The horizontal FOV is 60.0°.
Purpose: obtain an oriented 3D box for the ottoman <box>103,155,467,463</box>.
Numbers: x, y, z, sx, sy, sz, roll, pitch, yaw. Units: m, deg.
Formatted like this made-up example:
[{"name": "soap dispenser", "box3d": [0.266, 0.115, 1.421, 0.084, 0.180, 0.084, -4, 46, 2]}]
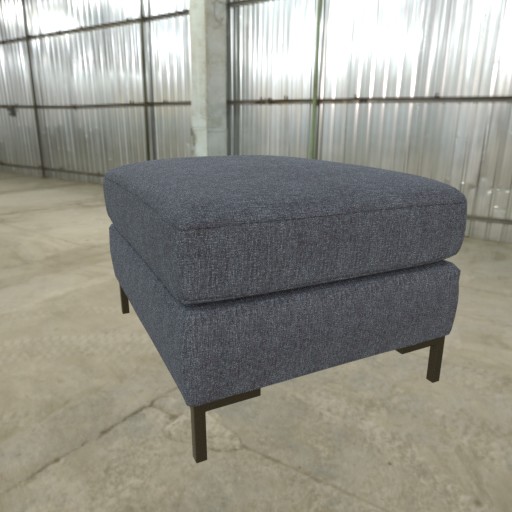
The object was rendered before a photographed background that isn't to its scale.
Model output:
[{"name": "ottoman", "box3d": [0.000, 0.000, 1.251, 0.695, 0.533, 0.831, -8, 19, -25]}]
